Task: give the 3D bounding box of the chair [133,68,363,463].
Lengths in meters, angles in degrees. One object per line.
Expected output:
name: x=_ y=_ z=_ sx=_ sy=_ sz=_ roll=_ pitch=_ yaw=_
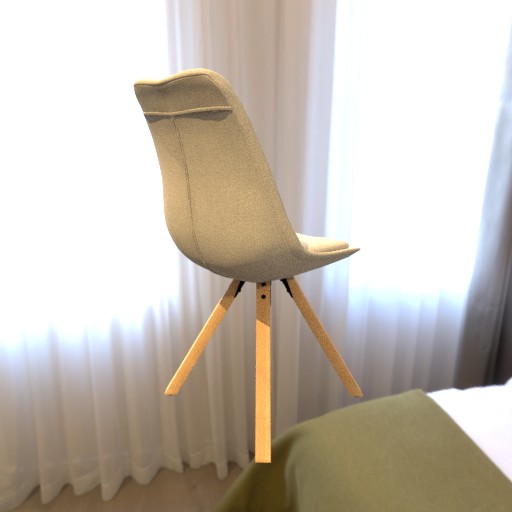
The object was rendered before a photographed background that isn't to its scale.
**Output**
chair: x=0.000 y=0.000 z=1.187 sx=0.549 sy=0.863 sz=0.474 roll=-14 pitch=20 yaw=-41
